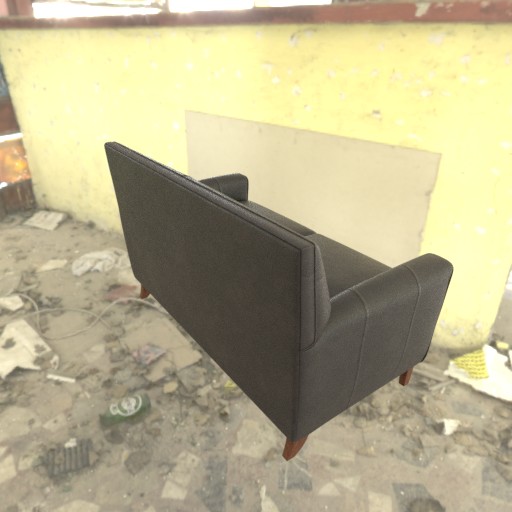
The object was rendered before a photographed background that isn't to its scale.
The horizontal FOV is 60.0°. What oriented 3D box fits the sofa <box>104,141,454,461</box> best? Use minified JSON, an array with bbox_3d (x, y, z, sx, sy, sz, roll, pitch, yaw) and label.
[{"bbox_3d":[0.000,0.000,2.019,0.787,0.871,1.473,-18,32,-31],"label":"sofa"}]
